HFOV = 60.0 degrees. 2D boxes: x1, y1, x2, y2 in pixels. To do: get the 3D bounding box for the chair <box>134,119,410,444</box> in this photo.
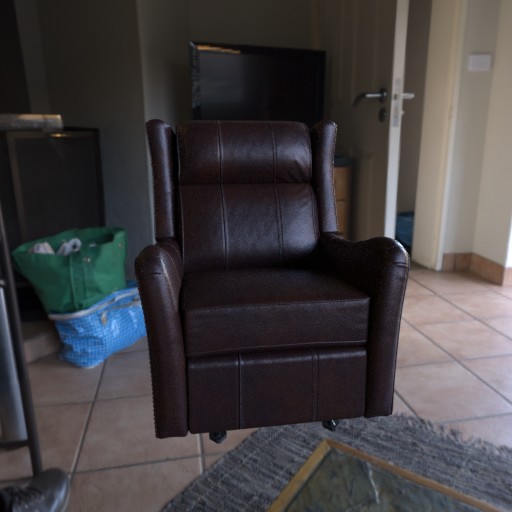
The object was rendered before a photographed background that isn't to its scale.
[{"bbox_3d":[0.000,0.000,1.793,0.869,1.084,1.008,-2,15,-9],"label":"chair"}]
